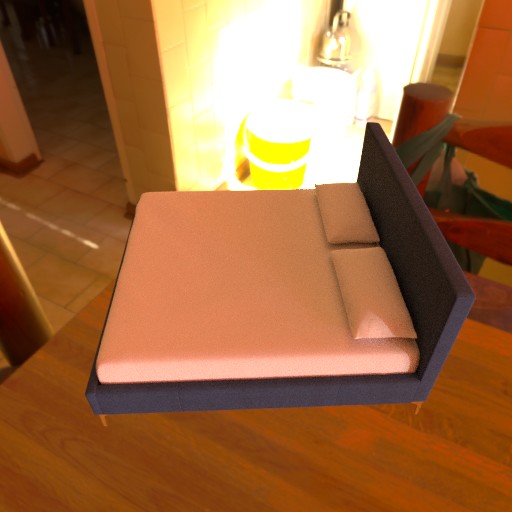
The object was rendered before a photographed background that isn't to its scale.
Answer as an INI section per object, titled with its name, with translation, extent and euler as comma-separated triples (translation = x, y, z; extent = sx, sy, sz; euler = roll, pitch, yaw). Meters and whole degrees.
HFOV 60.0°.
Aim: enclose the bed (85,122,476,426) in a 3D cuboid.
[bed]
translation = 0.000, 0.000, 3.444
extent = 2.232, 1.231, 2.096
euler = -2, 42, -2
